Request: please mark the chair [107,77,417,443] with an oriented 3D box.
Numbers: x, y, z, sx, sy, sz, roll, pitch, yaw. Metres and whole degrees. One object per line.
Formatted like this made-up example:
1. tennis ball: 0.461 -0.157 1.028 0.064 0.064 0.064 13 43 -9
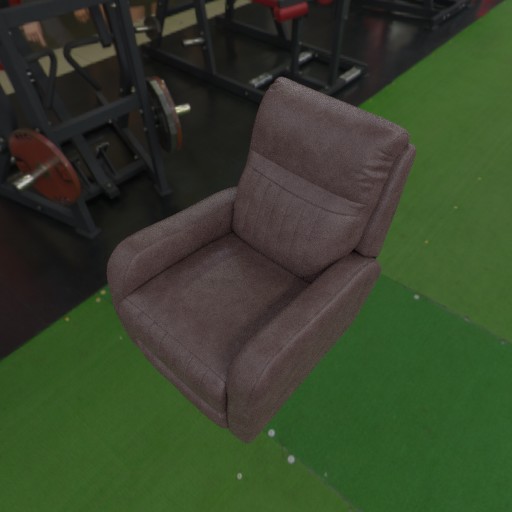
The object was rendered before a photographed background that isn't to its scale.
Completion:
1. chair: 0.000 0.000 1.852 0.865 1.067 1.067 34 55 28
